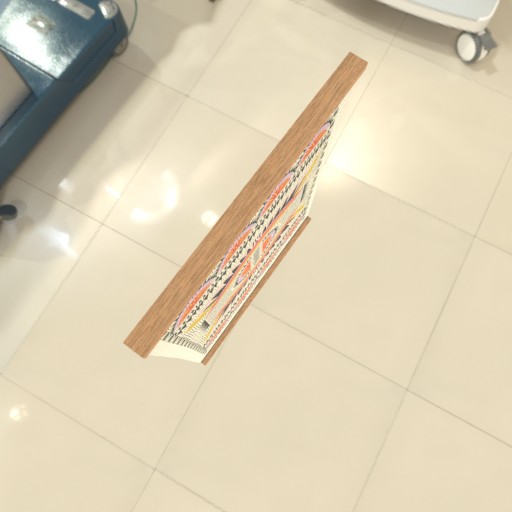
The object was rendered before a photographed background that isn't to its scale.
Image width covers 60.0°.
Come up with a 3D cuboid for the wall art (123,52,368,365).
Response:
[{"bbox_3d":[0.000,0.000,0.816,0.028,0.609,0.456,35,78,8],"label":"wall art"}]
